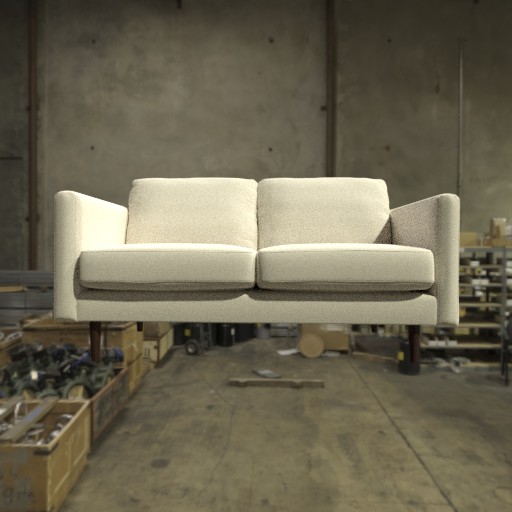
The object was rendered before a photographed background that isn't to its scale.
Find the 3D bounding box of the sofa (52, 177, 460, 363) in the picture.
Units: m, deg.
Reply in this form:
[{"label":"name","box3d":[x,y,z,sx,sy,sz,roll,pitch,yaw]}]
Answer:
[{"label":"sofa","box3d":[0.000,0.000,2.252,1.713,0.893,0.940,0,1,1]}]
